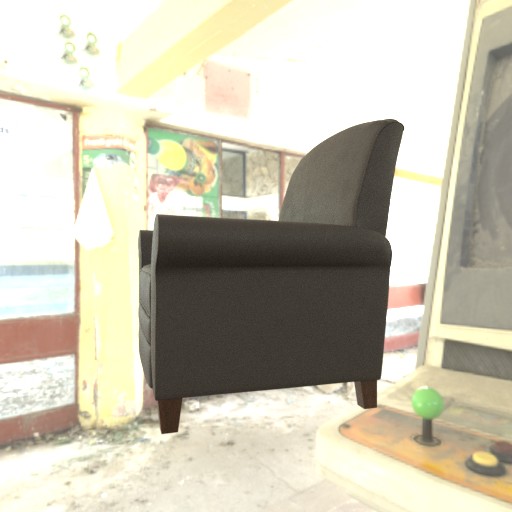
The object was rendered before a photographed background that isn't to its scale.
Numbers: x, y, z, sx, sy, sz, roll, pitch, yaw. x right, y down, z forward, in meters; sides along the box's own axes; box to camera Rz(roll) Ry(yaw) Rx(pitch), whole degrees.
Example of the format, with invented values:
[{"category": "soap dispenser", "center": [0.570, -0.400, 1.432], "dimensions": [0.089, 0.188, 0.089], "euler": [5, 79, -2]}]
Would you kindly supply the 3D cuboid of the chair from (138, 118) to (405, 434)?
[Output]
[{"category": "chair", "center": [0.000, 0.000, 1.785], "dimensions": [0.902, 1.061, 0.978], "euler": [0, 0, -18]}]
